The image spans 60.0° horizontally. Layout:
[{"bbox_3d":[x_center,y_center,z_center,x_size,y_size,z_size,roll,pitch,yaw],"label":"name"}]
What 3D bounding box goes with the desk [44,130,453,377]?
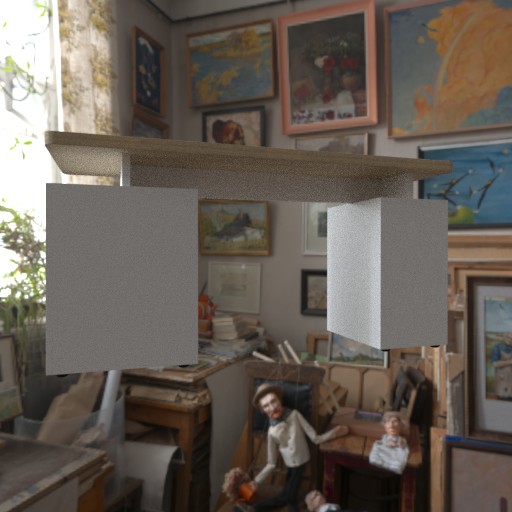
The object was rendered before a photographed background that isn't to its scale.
[{"bbox_3d":[0.000,0.000,1.805,1.500,0.755,0.550,0,1,-18],"label":"desk"}]
